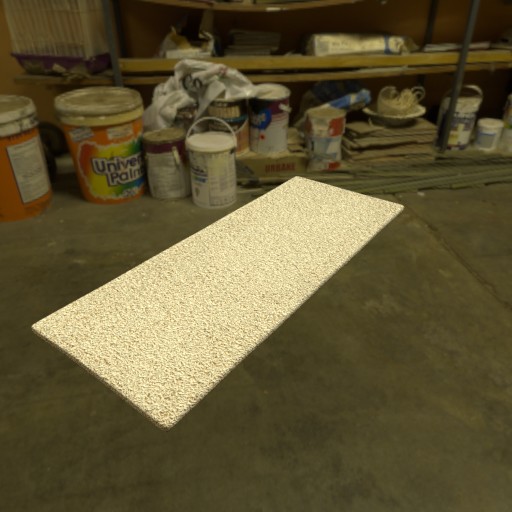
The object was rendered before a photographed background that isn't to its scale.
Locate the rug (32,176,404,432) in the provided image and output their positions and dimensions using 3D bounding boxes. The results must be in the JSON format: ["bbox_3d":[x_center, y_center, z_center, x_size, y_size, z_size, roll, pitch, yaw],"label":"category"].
[{"bbox_3d":[0.000,0.000,1.736,0.609,0.030,1.524,22,39,31],"label":"rug"}]
